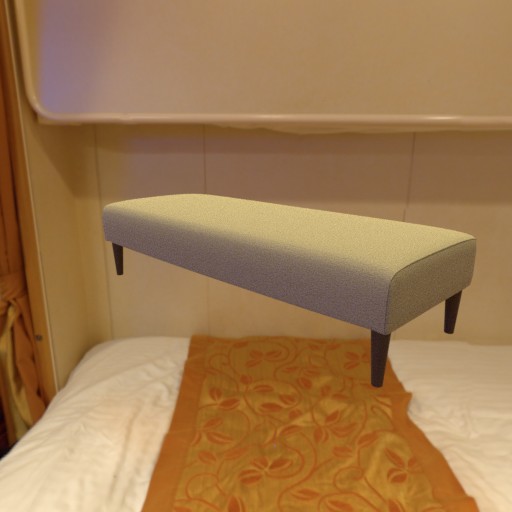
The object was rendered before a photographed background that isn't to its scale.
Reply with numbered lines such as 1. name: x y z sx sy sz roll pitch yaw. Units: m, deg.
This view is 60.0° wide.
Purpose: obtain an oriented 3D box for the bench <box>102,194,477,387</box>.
1. bench: 0.000 0.000 1.933 0.646 0.393 1.609 -15 21 -43
